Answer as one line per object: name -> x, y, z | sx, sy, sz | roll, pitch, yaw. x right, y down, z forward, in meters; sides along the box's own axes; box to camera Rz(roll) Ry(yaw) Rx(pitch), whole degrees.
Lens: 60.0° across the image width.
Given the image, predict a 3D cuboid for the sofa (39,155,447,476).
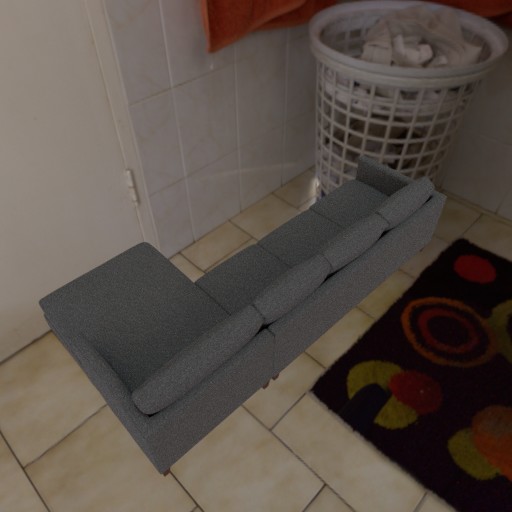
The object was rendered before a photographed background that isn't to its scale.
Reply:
sofa -> 0.000, 0.000, 3.785 | 3.186, 0.846, 1.625 | -34, 55, -28
